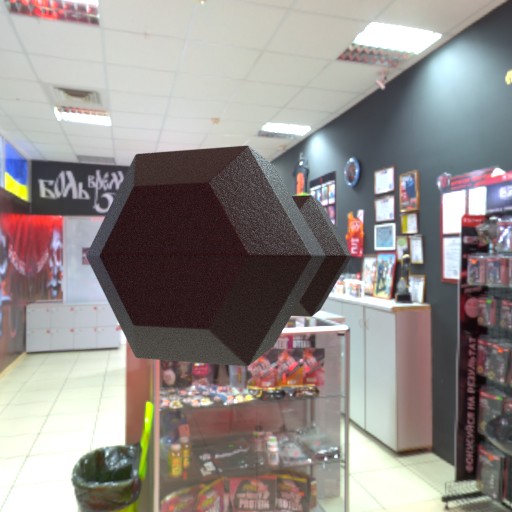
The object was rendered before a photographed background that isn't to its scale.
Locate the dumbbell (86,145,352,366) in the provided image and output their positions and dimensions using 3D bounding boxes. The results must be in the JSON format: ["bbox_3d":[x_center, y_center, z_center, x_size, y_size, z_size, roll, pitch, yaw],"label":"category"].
[{"bbox_3d":[0.000,0.000,0.330,0.122,0.106,0.271,0,0,17],"label":"dumbbell"}]
